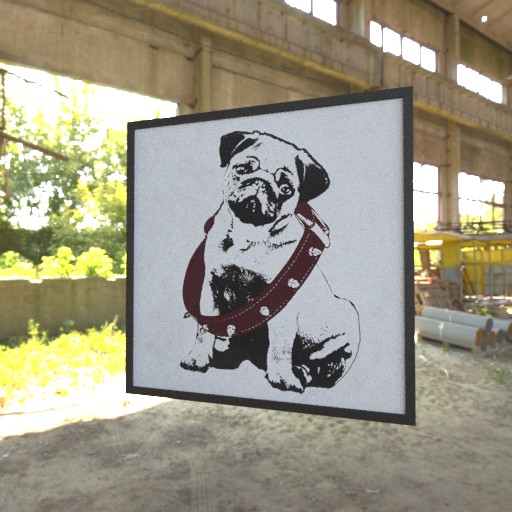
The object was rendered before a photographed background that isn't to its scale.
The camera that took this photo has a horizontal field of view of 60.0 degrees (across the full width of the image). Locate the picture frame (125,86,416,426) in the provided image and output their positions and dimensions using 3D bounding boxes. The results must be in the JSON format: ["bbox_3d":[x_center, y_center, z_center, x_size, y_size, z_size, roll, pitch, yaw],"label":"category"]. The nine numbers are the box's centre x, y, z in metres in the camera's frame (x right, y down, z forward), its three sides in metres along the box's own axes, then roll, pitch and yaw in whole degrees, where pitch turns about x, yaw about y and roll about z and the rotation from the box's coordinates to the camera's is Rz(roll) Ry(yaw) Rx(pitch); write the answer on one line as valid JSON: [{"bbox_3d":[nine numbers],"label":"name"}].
[{"bbox_3d":[0.000,0.000,1.152,0.775,0.775,0.032,0,-1,19],"label":"picture frame"}]
